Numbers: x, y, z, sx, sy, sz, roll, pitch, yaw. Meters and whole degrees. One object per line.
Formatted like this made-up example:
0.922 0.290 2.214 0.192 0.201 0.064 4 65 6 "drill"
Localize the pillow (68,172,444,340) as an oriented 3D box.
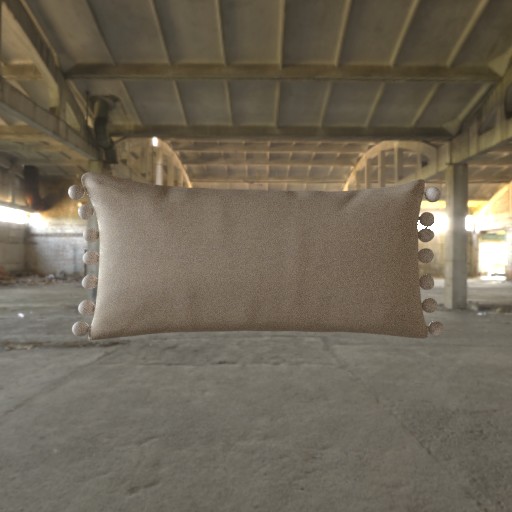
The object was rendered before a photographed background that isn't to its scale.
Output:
0.000 0.000 0.851 0.709 0.322 0.201 0 0 0 "pillow"
